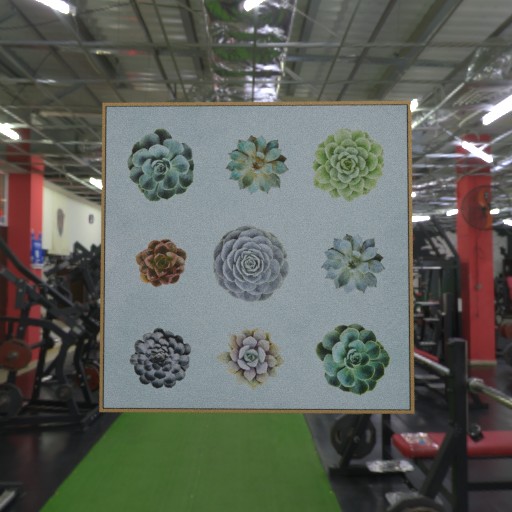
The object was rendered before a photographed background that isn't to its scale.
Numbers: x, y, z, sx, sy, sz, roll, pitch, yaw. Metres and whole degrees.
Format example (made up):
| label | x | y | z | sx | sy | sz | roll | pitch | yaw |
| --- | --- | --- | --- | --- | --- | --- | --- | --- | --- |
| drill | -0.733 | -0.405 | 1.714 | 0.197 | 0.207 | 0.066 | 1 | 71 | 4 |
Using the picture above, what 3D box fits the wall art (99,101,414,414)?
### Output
| label | x | y | z | sx | sy | sz | roll | pitch | yaw |
| --- | --- | --- | --- | --- | --- | --- | --- | --- | --- |
| wall art | 0.000 | 0.000 | 1.372 | 0.962 | 0.959 | 0.013 | 0 | -2 | 1 |
